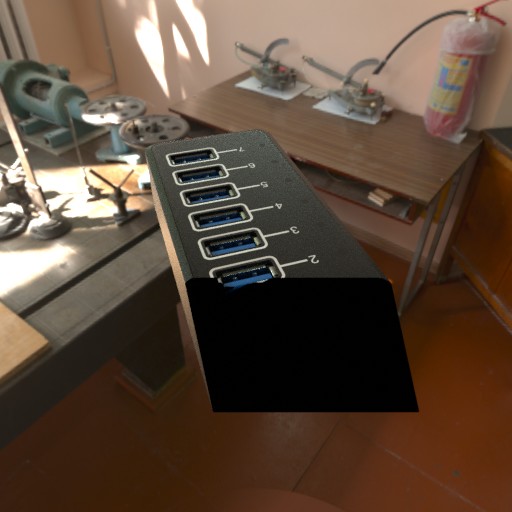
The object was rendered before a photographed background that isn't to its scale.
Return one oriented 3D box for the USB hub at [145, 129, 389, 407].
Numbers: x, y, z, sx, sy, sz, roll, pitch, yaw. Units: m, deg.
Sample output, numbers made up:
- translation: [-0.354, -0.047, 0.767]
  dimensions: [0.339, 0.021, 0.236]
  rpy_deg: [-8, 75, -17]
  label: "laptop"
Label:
- translation: [0.000, 0.000, 0.123]
  dimensions: [0.044, 0.023, 0.110]
  rpy_deg: [-12, 42, -14]
  label: "USB hub"
